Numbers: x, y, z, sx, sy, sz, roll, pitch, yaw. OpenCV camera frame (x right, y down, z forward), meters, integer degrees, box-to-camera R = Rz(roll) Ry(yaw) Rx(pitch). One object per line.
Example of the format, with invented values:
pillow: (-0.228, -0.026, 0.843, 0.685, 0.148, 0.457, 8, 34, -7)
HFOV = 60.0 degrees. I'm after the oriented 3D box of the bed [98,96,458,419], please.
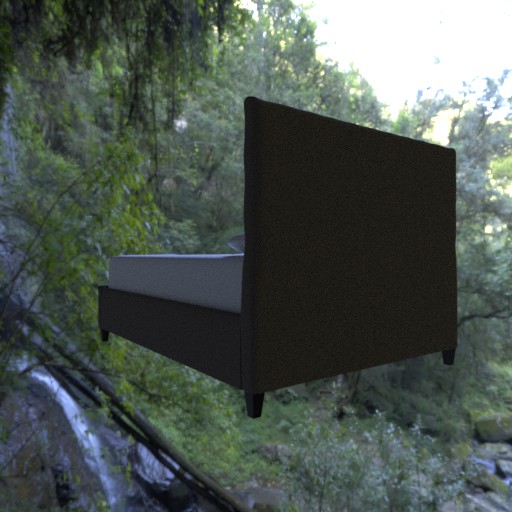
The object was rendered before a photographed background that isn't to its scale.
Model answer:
bed: (0.000, 0.000, 3.313, 1.696, 1.426, 2.233, 0, 0, -36)
